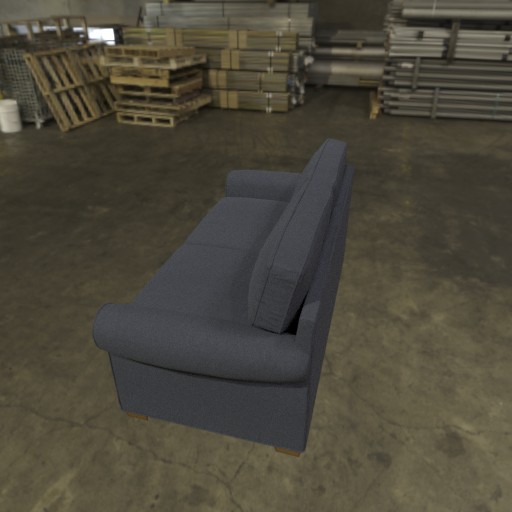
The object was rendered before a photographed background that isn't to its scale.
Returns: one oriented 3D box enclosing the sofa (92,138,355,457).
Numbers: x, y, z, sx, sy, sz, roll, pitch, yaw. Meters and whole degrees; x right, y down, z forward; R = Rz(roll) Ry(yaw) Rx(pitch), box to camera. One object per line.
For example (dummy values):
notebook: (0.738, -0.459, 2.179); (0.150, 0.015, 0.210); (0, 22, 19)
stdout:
sofa: (0.000, 0.000, 2.626); (0.951, 1.031, 2.009); (8, 32, 13)
